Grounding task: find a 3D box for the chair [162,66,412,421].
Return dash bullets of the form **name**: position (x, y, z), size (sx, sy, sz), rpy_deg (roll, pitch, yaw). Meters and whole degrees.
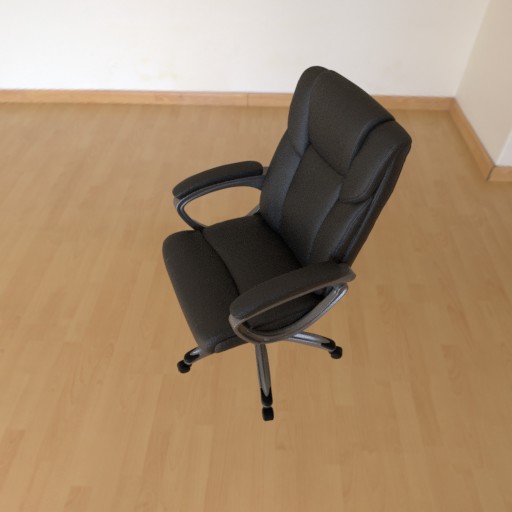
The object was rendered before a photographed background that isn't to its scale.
- **chair**: position (0.000, 0.000, 1.587), size (0.719, 1.130, 0.721), rpy_deg (-16, 48, -15)
